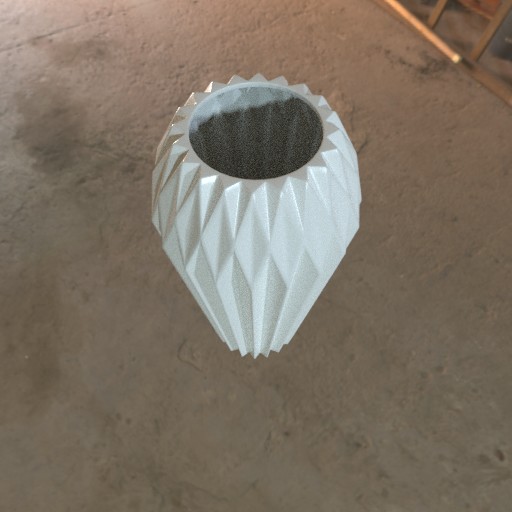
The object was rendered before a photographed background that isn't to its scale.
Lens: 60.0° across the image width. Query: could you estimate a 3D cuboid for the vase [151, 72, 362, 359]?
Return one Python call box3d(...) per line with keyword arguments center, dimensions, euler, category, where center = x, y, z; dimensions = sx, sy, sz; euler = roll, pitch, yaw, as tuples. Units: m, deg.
box3d(center=(0.000, 0.000, 0.343), dimensions=(0.133, 0.263, 0.133), euler=(0, 59, 0), category="vase")
